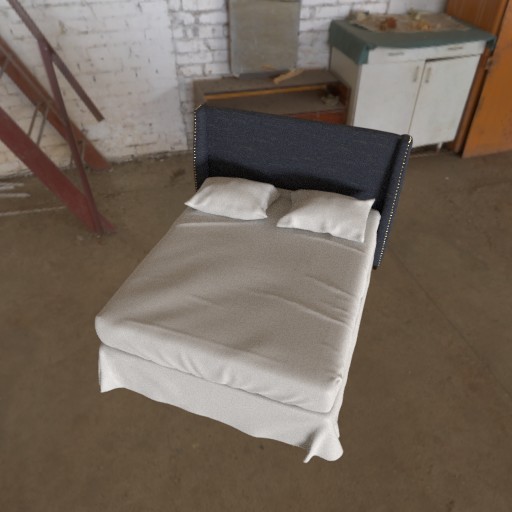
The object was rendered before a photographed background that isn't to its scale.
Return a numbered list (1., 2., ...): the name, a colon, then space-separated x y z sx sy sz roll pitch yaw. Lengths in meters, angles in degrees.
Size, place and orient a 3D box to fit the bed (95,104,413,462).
1. bed: 0.000 0.000 3.454 1.925 1.332 2.276 13 43 15
